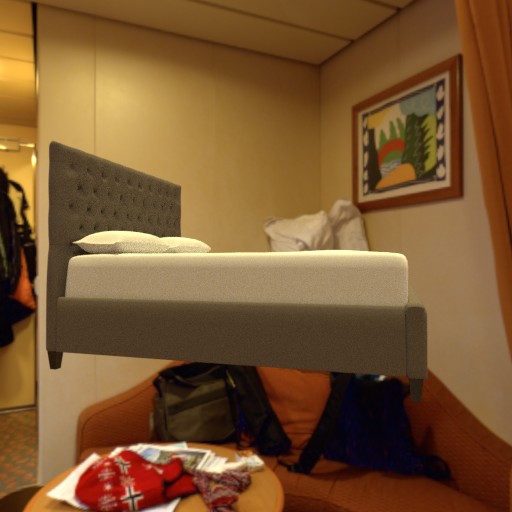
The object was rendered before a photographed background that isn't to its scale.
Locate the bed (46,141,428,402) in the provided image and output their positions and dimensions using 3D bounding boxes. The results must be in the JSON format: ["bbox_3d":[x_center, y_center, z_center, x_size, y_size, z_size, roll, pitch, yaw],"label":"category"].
[{"bbox_3d":[0.000,0.000,3.220,2.233,1.426,1.696,0,-1,18],"label":"bed"}]
